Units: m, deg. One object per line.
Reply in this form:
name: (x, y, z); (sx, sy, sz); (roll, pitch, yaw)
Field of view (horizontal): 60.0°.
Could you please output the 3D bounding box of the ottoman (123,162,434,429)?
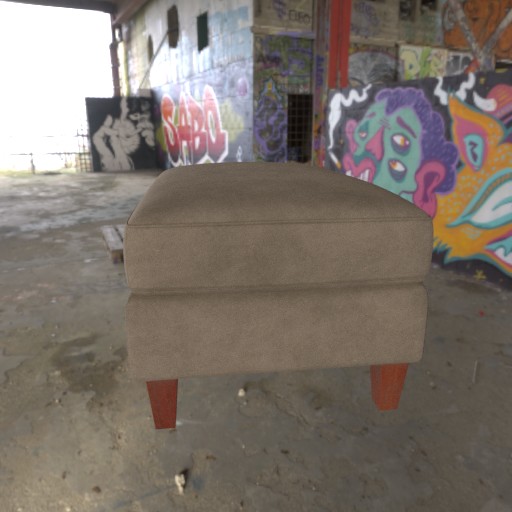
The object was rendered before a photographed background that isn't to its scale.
ottoman: (0.000, 0.000, 1.218); (0.584, 0.483, 0.864); (-2, 16, -7)
